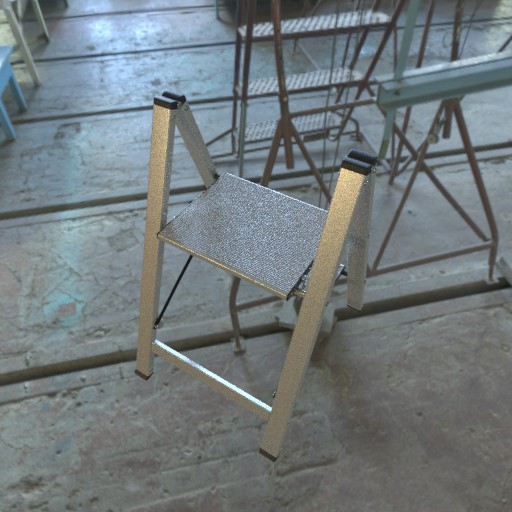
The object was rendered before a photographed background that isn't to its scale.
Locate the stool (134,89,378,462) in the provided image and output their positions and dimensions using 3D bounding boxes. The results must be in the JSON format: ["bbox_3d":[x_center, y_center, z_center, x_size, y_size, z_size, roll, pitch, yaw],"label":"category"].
[{"bbox_3d":[0.000,0.000,1.017,0.440,0.670,0.535,24,51,21],"label":"stool"}]
